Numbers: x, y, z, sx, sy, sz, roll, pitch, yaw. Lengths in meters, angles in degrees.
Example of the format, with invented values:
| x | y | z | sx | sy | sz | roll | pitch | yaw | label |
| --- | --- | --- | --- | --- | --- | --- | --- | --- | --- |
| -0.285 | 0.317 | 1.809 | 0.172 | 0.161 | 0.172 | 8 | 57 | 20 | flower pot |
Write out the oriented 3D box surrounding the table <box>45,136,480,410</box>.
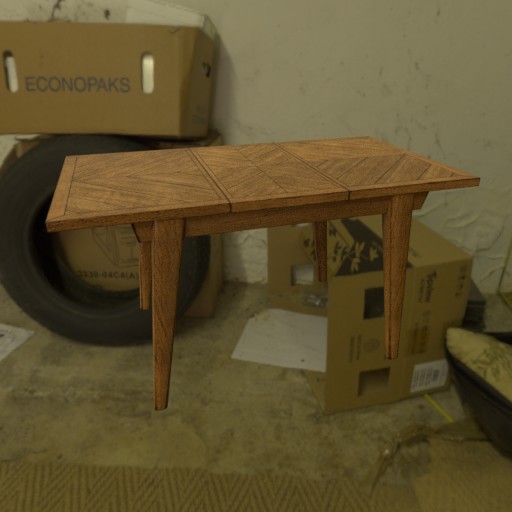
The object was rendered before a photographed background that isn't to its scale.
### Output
| x | y | z | sx | sy | sz | roll | pitch | yaw | label |
| --- | --- | --- | --- | --- | --- | --- | --- | --- | --- |
| 0.000 | 0.000 | 1.848 | 1.400 | 0.760 | 0.757 | -8 | 27 | -15 | table |
